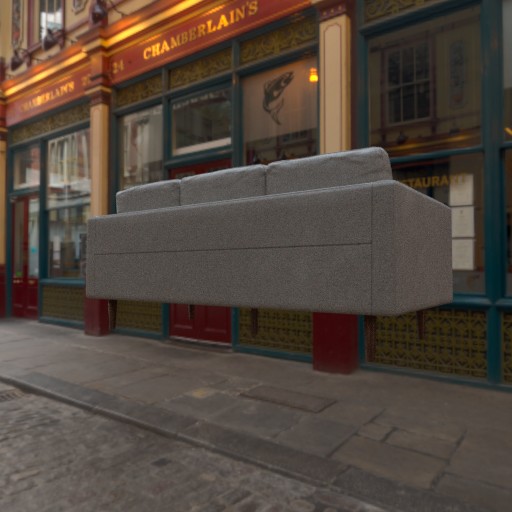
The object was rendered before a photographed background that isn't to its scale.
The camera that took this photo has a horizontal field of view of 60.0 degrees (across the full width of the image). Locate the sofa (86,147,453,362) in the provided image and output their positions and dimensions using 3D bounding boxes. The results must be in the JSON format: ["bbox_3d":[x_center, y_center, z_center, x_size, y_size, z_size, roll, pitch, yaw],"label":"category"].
[{"bbox_3d":[0.000,0.000,2.606,1.983,0.918,0.944,-1,-2,36],"label":"sofa"}]
